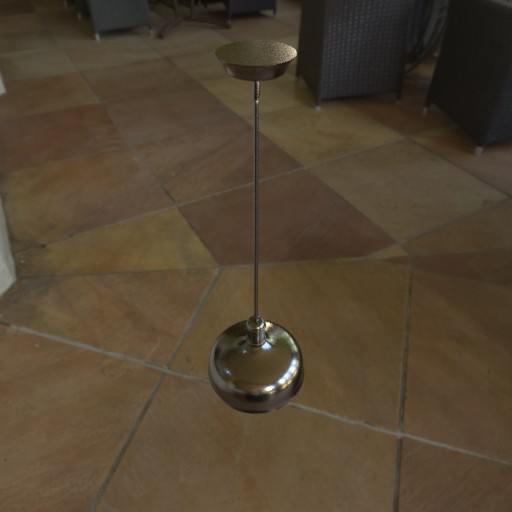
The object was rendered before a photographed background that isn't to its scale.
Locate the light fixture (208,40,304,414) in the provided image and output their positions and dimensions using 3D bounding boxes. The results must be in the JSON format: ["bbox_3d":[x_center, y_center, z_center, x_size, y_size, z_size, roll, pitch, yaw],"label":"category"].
[{"bbox_3d":[0.000,0.000,1.076,0.299,0.935,0.299,14,43,15],"label":"light fixture"}]
